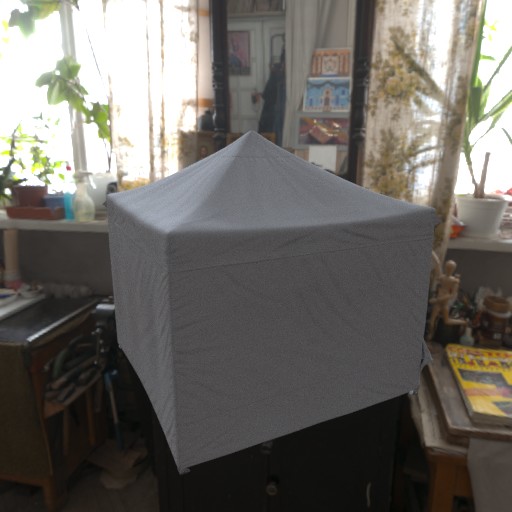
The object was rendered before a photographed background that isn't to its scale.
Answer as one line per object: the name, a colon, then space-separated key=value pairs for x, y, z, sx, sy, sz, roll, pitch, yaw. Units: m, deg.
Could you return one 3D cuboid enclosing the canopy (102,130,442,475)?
canopy: x=0.000 y=0.000 z=5.500 sx=3.121 sy=2.997 sz=3.043 roll=-7 pitch=16 yaw=-26
